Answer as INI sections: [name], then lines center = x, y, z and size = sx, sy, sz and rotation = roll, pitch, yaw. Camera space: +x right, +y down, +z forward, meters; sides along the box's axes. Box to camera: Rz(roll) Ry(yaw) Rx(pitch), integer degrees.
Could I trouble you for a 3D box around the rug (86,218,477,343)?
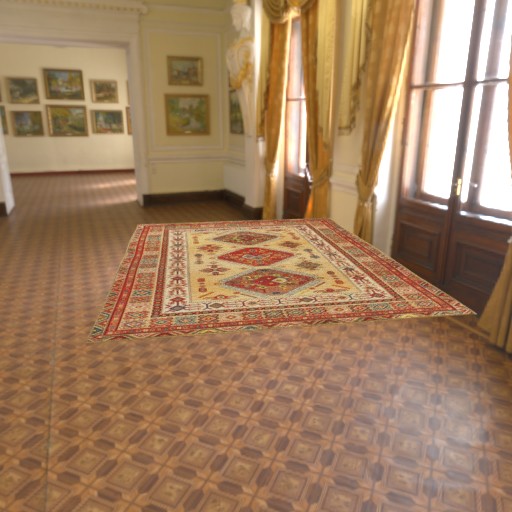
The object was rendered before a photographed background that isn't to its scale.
[rug]
center = 0.000, 0.000, 4.159
size = 2.460, 0.005, 3.067
rotation = -3, 17, -9
